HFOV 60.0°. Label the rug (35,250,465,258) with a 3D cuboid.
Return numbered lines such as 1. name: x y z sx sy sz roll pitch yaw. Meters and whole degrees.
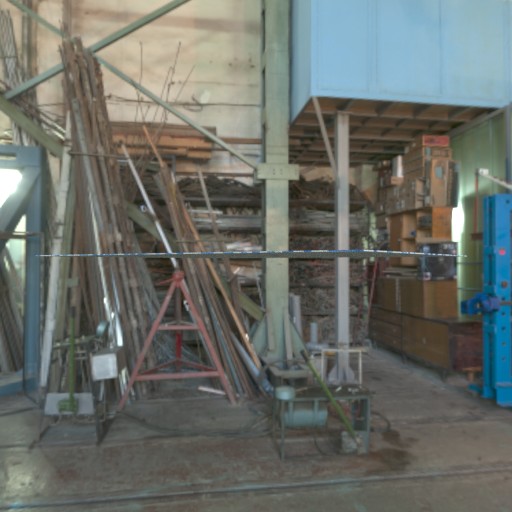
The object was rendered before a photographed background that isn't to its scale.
1. rug: 0.000 0.000 3.951 3.007 0.007 2.435 -1 -1 36
